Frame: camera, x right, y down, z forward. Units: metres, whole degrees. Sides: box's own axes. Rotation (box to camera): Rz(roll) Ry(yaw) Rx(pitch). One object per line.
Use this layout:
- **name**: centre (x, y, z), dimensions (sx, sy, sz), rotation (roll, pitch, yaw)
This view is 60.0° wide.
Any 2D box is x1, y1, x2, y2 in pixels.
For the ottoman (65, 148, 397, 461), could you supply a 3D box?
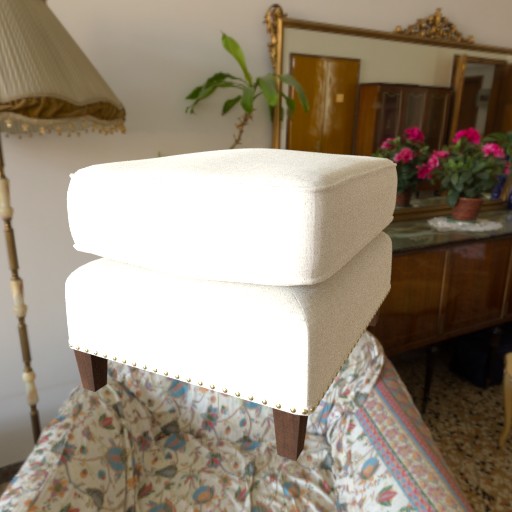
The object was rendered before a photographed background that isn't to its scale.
- **ottoman**: centre (0.000, 0.000, 1.136), dimensions (0.589, 0.537, 0.738), rotation (8, 17, 26)
